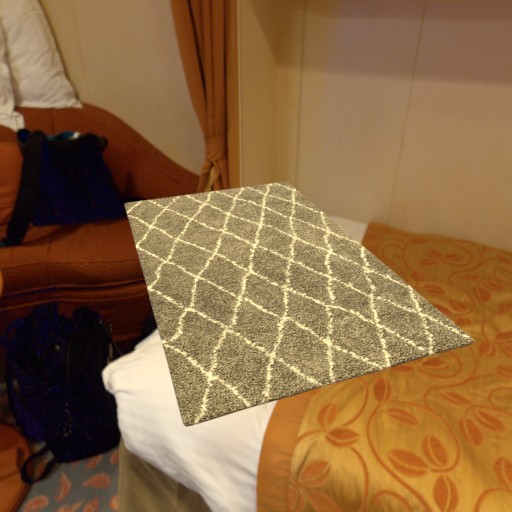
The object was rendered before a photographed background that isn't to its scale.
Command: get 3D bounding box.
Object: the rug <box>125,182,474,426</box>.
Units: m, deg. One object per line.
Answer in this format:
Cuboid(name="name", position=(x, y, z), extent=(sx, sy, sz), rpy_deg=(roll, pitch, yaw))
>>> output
Cuboid(name="rug", position=(0.000, 0.000, 3.051), extent=(1.524, 0.030, 2.438), rpy_deg=(-10, 32, -17))
